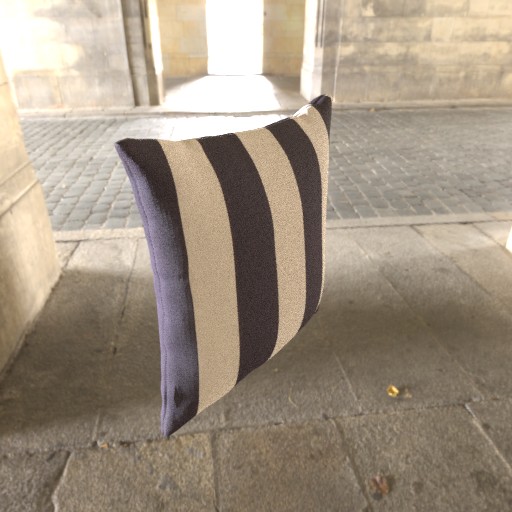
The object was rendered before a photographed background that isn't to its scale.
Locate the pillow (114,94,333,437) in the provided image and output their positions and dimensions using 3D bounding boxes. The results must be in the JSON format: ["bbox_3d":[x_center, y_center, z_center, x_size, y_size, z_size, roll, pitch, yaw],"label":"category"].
[{"bbox_3d":[0.000,0.000,0.833,0.189,0.526,0.536,19,32,32],"label":"pillow"}]
